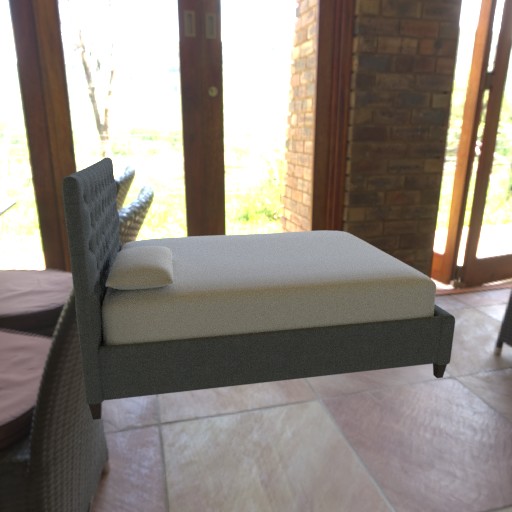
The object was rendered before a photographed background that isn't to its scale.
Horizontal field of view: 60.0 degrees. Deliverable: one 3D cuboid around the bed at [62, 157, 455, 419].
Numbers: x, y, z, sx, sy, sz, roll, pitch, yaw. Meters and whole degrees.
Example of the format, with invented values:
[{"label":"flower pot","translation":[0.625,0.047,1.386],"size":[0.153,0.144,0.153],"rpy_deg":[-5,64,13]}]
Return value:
[{"label":"bed","translation":[0.000,0.000,3.390],"size":[2.335,1.411,1.698],"rpy_deg":[-3,16,-11]}]
